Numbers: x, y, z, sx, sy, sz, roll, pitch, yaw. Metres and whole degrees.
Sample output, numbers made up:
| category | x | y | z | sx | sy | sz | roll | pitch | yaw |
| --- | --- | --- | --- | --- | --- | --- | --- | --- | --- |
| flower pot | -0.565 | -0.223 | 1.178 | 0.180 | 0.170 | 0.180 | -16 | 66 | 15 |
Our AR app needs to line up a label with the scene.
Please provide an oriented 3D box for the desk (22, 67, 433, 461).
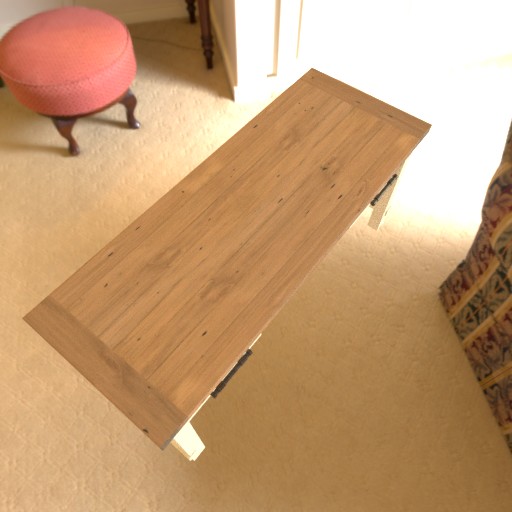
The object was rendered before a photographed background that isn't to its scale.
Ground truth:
| category | x | y | z | sx | sy | sz | roll | pitch | yaw |
| --- | --- | --- | --- | --- | --- | --- | --- | --- | --- |
| desk | 0.000 | 0.000 | 2.155 | 0.688 | 0.762 | 1.803 | 34 | 64 | 19 |
